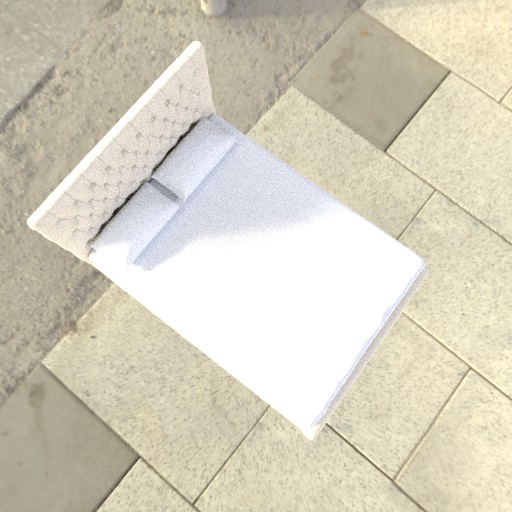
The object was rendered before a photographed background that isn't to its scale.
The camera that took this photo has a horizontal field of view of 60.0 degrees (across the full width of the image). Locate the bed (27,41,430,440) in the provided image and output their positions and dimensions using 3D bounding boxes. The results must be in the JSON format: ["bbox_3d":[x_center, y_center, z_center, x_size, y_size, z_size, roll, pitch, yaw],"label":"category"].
[{"bbox_3d":[0.000,0.000,3.425,2.387,1.427,1.698,37,79,8],"label":"bed"}]
